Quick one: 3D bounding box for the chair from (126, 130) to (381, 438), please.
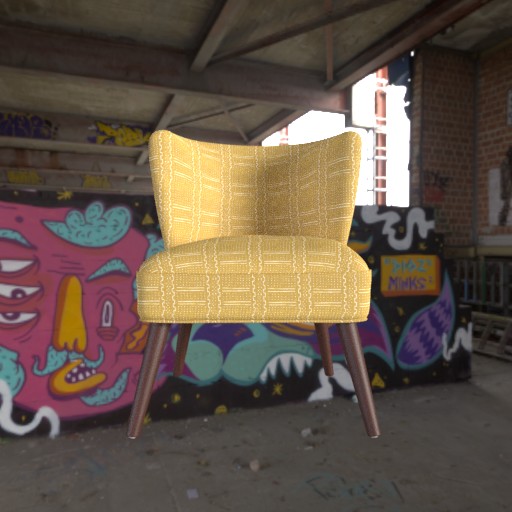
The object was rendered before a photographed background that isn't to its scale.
[{"bbox_3d":[0.000,0.000,1.422,0.706,0.866,0.758,0,0,0],"label":"chair"}]
